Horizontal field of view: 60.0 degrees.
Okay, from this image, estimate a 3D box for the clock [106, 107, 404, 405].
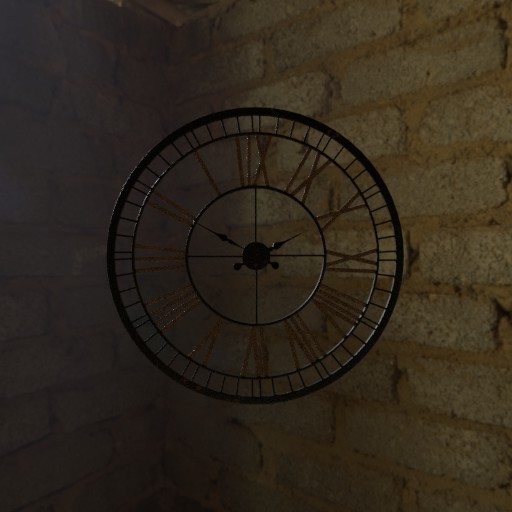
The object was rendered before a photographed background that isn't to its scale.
[{"bbox_3d":[0.000,0.000,1.267,0.843,0.843,0.025,0,0,-1],"label":"clock"}]
